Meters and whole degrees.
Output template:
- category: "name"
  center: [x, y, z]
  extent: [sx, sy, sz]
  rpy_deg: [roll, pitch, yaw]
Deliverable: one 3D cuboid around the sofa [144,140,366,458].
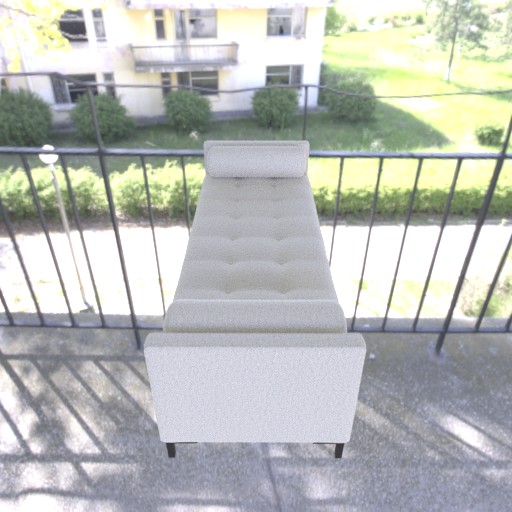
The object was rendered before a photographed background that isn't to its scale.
- category: "sofa"
  center: [0.000, 0.000, 2.399]
  extent: [0.746, 0.641, 1.985]
  rpy_deg: [0, 34, 0]
